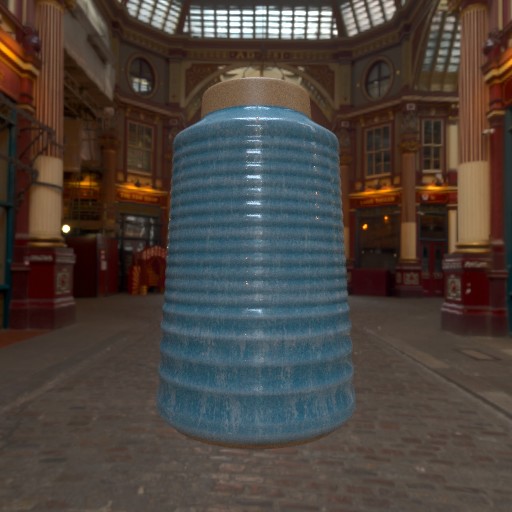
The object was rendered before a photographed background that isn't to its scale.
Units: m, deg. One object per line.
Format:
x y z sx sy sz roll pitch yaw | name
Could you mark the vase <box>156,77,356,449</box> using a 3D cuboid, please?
0.000 0.000 0.374 0.163 0.267 0.163 0 -1 0 | vase
